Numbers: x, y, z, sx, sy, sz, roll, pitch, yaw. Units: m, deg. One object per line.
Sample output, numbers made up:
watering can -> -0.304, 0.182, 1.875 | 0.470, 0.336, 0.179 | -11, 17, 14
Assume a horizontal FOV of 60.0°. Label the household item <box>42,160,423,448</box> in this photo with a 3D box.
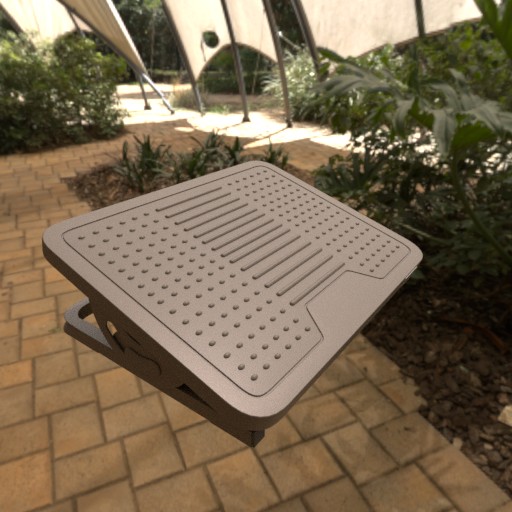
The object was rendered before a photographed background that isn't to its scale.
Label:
household item -> 0.000, 0.000, 0.534 | 0.301, 0.126, 0.390 | 18, 31, 33
